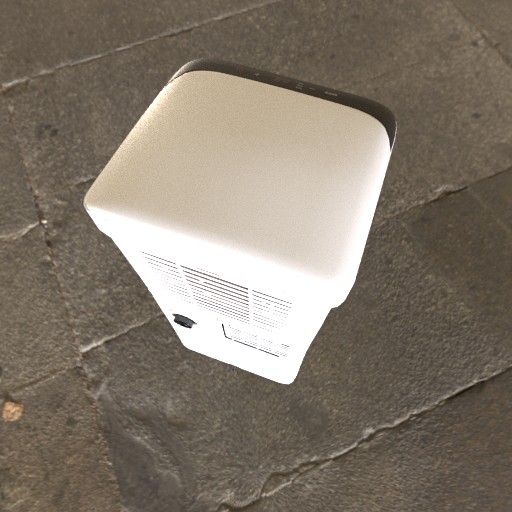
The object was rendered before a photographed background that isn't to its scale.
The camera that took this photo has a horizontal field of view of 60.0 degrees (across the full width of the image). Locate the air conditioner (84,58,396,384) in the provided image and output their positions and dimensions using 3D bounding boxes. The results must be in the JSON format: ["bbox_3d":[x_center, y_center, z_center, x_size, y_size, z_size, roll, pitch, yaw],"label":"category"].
[{"bbox_3d":[0.000,0.000,0.907,0.352,0.716,0.369,18,65,9],"label":"air conditioner"}]
